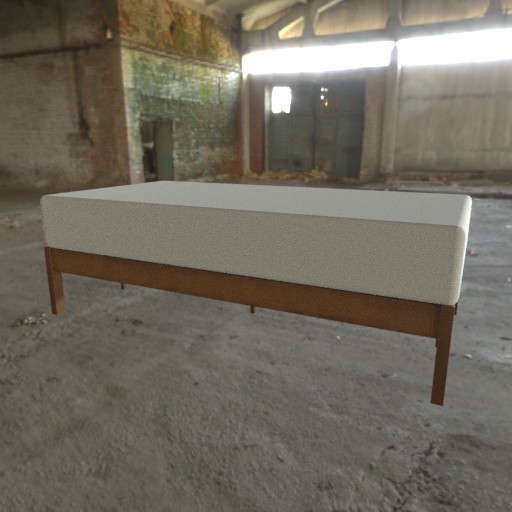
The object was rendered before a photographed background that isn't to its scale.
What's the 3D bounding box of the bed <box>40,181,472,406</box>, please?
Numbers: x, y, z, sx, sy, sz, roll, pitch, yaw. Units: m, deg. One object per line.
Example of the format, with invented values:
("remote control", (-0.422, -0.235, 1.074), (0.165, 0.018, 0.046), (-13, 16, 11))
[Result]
("bed", (0.000, 0.000, 2.245), (1.902, 0.616, 0.961), (7, 16, 25))
